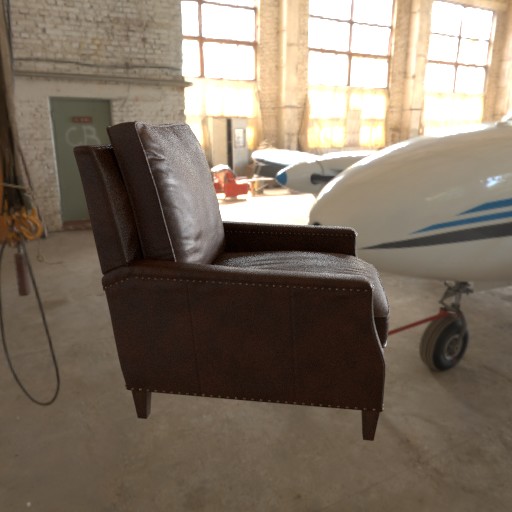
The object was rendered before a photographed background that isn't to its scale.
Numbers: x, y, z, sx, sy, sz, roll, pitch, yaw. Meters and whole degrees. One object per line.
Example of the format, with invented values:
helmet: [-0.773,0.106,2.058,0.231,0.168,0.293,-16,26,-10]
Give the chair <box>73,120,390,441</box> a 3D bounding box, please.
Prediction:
chair: [0.000,0.000,1.820,1.035,1.054,0.854,2,16,8]
